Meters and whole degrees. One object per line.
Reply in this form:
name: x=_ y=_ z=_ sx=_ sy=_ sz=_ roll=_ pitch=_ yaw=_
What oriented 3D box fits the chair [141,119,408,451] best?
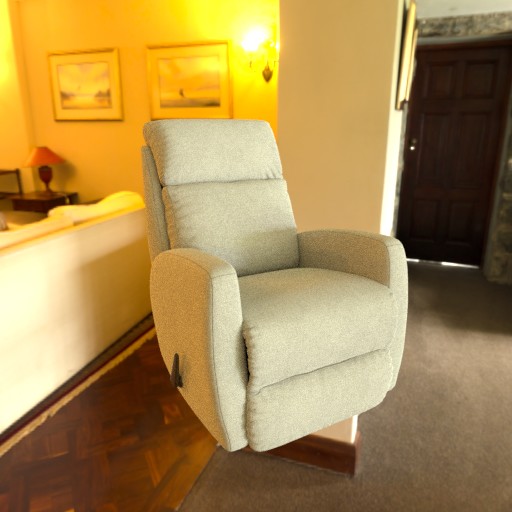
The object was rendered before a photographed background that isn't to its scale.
chair: x=0.000 y=0.000 z=1.704 sx=0.812 sy=1.015 sz=0.941 roll=-9 pitch=19 yaw=-28
